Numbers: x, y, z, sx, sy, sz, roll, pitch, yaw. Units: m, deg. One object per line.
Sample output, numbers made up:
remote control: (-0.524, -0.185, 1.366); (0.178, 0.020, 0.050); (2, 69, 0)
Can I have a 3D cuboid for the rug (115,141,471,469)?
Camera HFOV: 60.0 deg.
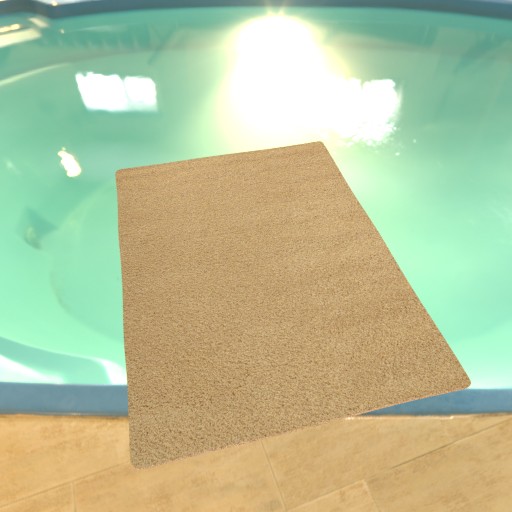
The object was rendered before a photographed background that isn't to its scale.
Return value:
rug: (0.000, 0.000, 2.010); (1.199, 0.025, 1.600); (-10, 48, -9)
